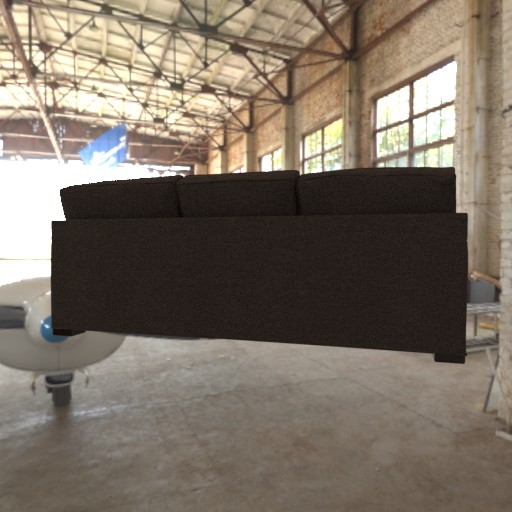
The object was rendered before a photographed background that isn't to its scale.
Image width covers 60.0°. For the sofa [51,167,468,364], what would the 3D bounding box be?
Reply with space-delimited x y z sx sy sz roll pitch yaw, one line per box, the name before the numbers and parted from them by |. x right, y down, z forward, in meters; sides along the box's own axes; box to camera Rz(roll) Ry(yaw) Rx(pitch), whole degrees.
sofa | 0.000 0.000 2.871 2.369 0.978 1.004 0 2 16
